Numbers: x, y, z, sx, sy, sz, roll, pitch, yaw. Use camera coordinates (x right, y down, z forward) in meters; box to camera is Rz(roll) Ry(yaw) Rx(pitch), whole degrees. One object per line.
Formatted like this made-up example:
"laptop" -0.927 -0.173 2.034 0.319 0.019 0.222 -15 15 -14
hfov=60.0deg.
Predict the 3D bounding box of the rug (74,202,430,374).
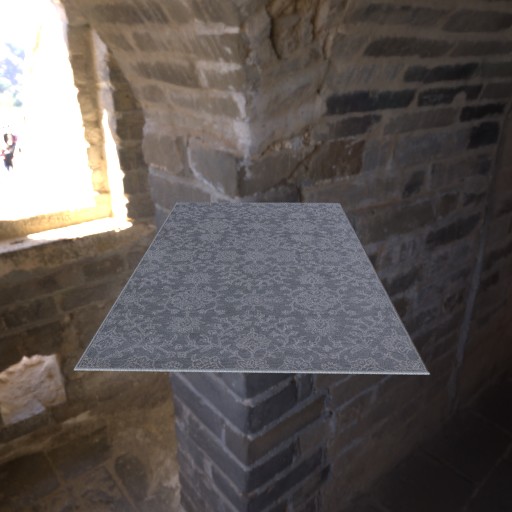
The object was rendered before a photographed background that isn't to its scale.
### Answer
"rug" 0.000 0.000 2.996 1.515 0.010 2.430 0 24 1
